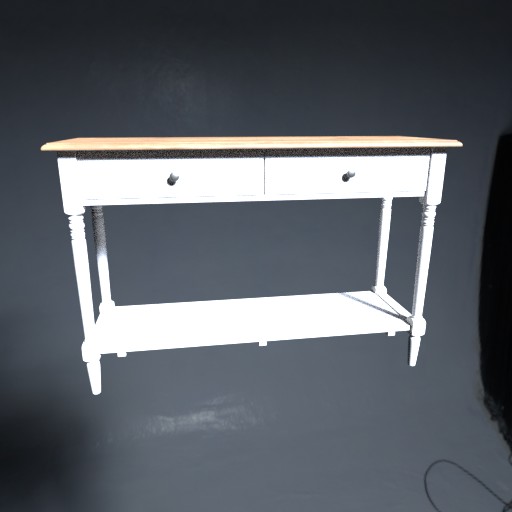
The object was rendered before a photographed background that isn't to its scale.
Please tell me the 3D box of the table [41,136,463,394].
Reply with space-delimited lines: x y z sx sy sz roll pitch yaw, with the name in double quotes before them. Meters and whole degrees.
"table" 0.000 0.000 1.568 1.219 0.800 0.399 -3 17 -9
